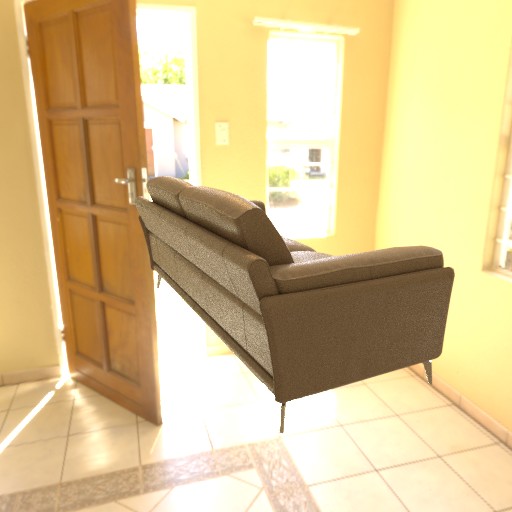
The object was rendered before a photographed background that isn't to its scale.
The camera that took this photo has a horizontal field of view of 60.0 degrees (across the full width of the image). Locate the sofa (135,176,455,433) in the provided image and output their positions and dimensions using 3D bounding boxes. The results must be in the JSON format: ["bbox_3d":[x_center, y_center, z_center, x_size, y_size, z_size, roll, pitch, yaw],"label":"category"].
[{"bbox_3d":[0.000,0.000,2.742,1.049,0.930,2.101,-7,16,-25],"label":"sofa"}]
